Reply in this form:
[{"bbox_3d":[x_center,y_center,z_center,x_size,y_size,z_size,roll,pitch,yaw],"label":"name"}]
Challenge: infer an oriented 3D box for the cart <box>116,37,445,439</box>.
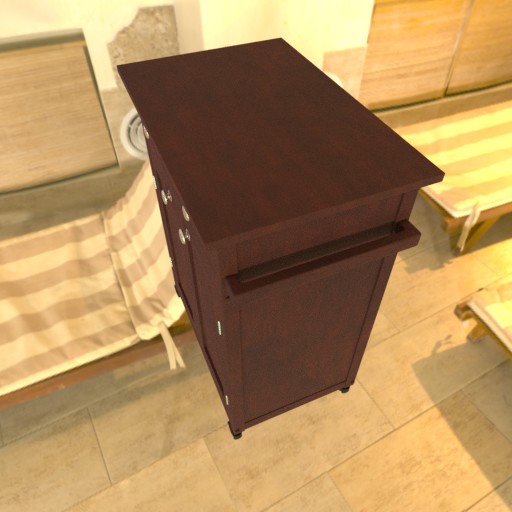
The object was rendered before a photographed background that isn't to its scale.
[{"bbox_3d":[0.000,0.000,1.230,0.442,0.864,0.683,-17,49,-16],"label":"cart"}]
